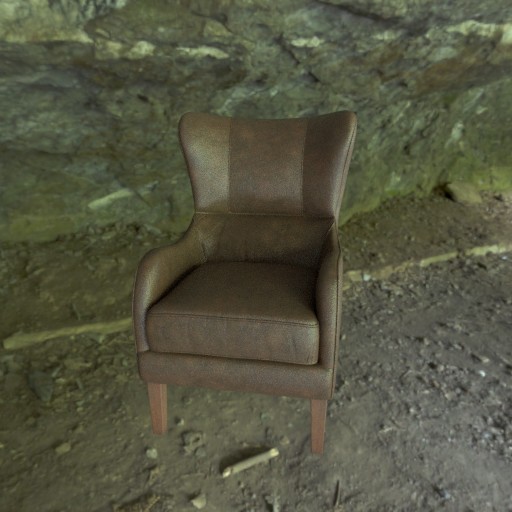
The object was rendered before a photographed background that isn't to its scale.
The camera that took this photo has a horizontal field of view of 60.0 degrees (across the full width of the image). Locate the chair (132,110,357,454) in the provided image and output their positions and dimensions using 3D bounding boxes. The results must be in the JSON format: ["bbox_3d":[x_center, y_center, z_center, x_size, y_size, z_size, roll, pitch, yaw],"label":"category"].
[{"bbox_3d":[0.000,0.000,1.642,0.692,1.048,0.914,3,15,10],"label":"chair"}]
